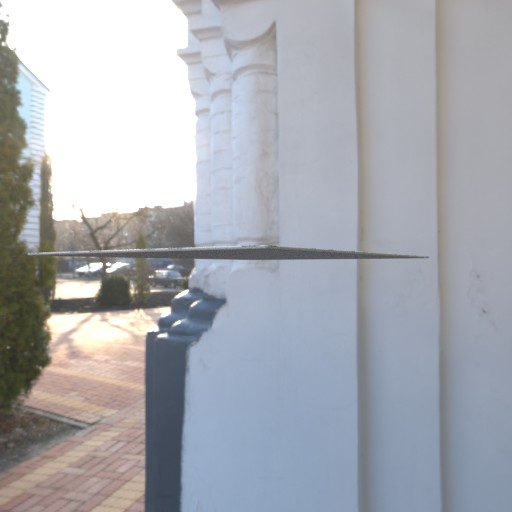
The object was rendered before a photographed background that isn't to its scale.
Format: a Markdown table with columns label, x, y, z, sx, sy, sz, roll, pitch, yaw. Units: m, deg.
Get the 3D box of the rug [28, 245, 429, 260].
| label | x | y | z | sx | sy | sz | roll | pitch | yaw |
| --- | --- | --- | --- | --- | --- | --- | --- | --- | --- |
| rug | 0.000 | 0.000 | 3.913 | 2.211 | 0.021 | 2.910 | -1 | -2 | 36 |
